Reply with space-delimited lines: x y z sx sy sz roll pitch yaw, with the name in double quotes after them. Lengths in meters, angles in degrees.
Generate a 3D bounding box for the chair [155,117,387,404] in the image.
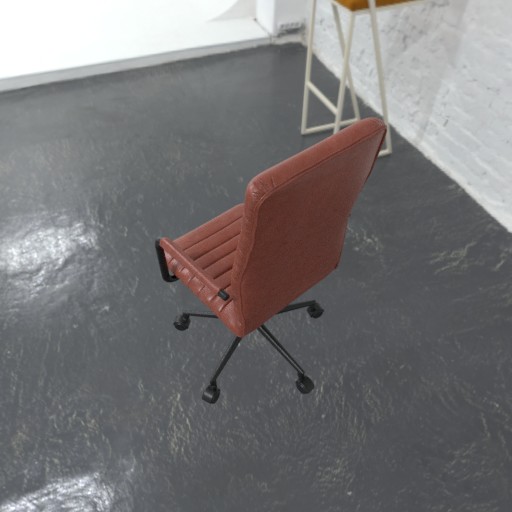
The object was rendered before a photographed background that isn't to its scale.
0.000 0.000 1.375 0.608 0.979 0.580 -33 55 -27 "chair"
